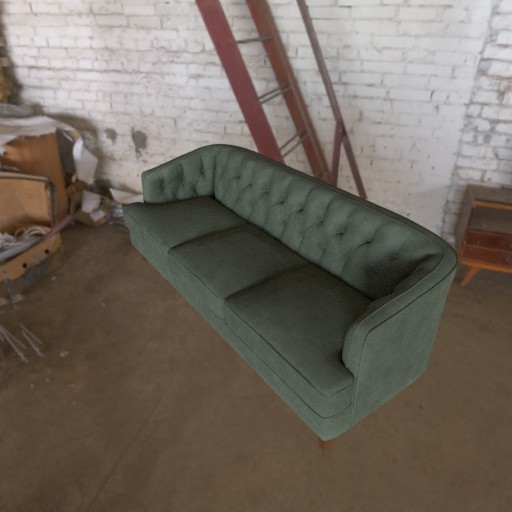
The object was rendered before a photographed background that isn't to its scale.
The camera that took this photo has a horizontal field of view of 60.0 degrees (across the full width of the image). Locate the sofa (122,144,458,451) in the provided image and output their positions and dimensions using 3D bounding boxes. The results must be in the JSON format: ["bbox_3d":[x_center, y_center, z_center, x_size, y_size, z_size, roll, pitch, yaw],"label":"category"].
[{"bbox_3d":[0.000,0.000,2.803,0.941,0.855,2.278,-20,36,-30],"label":"sofa"}]
